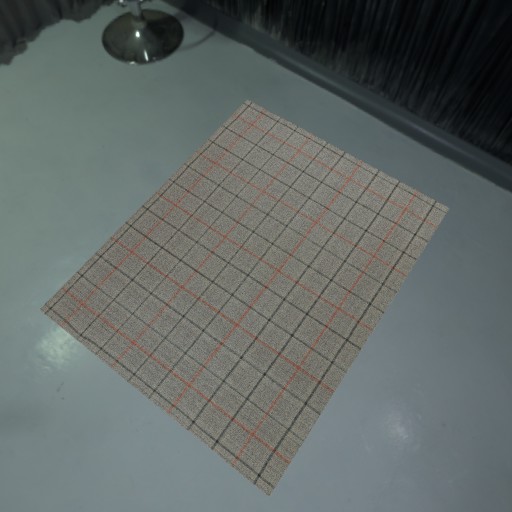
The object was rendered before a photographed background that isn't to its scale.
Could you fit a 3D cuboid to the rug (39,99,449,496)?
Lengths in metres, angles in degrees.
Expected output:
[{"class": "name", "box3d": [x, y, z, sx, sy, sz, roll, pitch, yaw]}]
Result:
[{"class": "rug", "box3d": [0.000, 0.000, 4.076, 2.444, 0.012, 3.048, 33, 68, 15]}]
